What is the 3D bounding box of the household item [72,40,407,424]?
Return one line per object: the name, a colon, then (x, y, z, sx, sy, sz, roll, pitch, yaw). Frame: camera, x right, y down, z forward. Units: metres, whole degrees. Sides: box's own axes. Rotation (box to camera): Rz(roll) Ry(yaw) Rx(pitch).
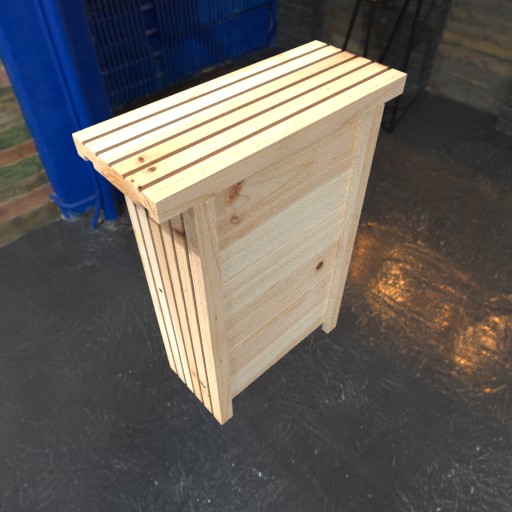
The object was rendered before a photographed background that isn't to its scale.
household item: (0.000, 0.000, 0.551, 0.301, 0.407, 0.123, -34, 55, -28)
